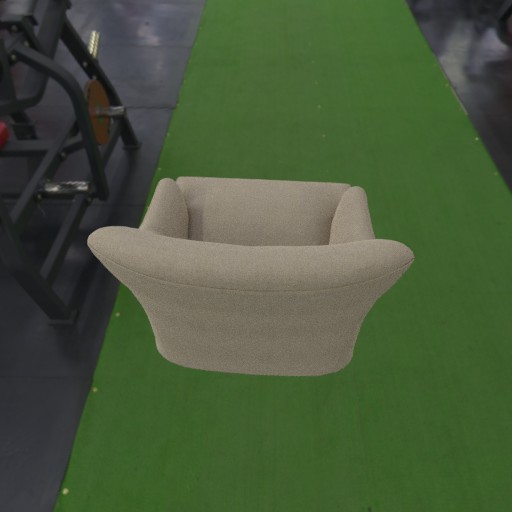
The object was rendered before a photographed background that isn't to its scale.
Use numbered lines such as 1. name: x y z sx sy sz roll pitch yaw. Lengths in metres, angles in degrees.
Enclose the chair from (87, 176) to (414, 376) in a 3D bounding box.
1. chair: 0.000 0.000 1.638 0.864 0.856 0.923 3 48 3
